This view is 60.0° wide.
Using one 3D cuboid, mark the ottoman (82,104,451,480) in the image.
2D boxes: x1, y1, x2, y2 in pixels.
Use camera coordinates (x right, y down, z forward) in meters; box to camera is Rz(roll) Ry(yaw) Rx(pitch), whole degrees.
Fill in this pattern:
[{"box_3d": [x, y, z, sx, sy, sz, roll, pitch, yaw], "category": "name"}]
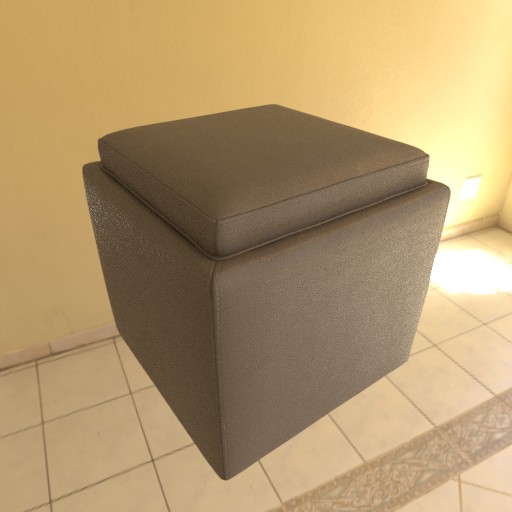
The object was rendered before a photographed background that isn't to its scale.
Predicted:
[{"box_3d": [0.000, 0.000, 0.805, 0.451, 0.460, 0.450, -21, 37, -30], "category": "ottoman"}]
